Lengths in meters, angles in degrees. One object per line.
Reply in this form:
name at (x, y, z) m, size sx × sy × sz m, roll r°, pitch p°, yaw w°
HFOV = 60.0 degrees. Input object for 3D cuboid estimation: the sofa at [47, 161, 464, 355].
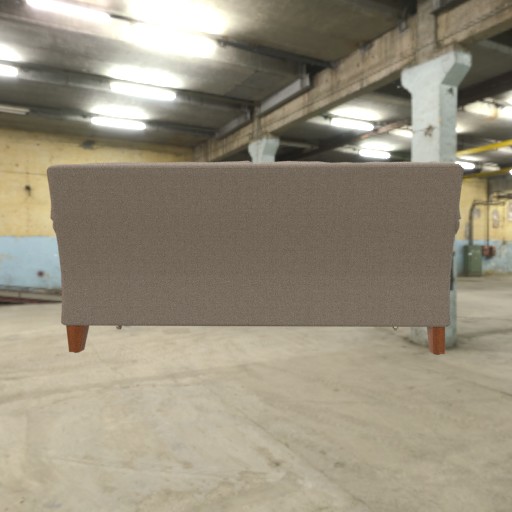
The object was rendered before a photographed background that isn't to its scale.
sofa at (0.000, 0.000, 2.745) m, size 2.160 × 1.054 × 1.087 m, roll 0°, pitch 0°, yaw 1°
